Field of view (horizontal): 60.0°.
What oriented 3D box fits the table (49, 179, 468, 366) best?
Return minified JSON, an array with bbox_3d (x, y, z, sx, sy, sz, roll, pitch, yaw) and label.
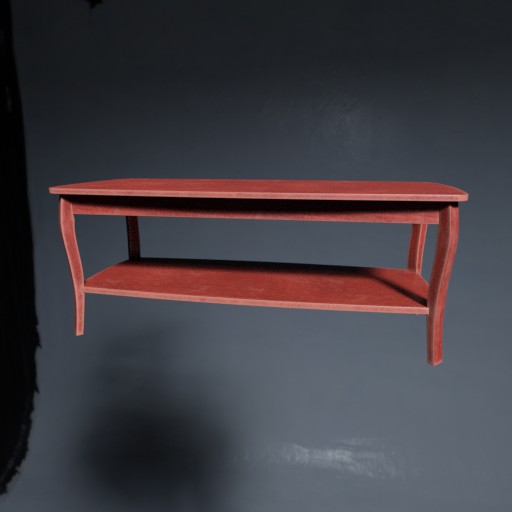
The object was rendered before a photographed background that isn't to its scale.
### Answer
[{"bbox_3d":[0.000,0.000,1.492,1.216,0.473,0.561,3,13,11],"label":"table"}]
